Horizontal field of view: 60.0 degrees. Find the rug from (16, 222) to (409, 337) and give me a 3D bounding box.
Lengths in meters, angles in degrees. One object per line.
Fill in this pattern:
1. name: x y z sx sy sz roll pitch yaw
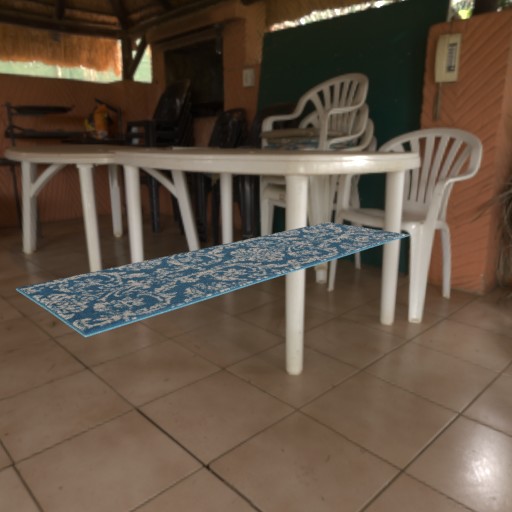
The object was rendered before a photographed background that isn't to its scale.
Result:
1. rug: 0.000 0.000 2.386 2.196 0.011 0.662 -14 20 -43
